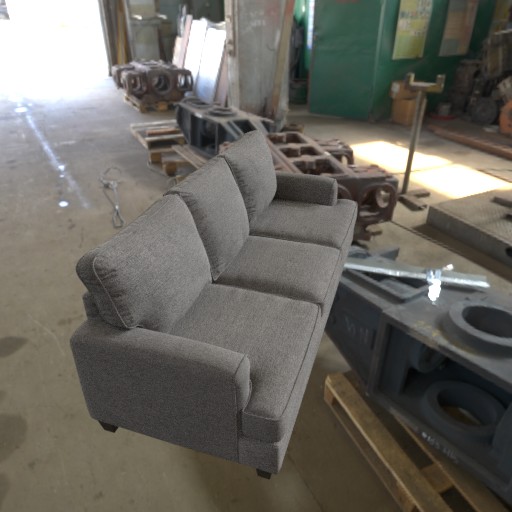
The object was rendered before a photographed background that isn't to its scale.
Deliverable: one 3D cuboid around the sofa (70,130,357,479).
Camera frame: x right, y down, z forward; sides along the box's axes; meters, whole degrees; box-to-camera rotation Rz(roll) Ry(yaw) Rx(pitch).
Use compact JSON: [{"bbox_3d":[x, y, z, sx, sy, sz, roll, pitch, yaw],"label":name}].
[{"bbox_3d":[0.000,0.000,2.611,0.951,0.965,2.158,10,32,16],"label":"sofa"}]
